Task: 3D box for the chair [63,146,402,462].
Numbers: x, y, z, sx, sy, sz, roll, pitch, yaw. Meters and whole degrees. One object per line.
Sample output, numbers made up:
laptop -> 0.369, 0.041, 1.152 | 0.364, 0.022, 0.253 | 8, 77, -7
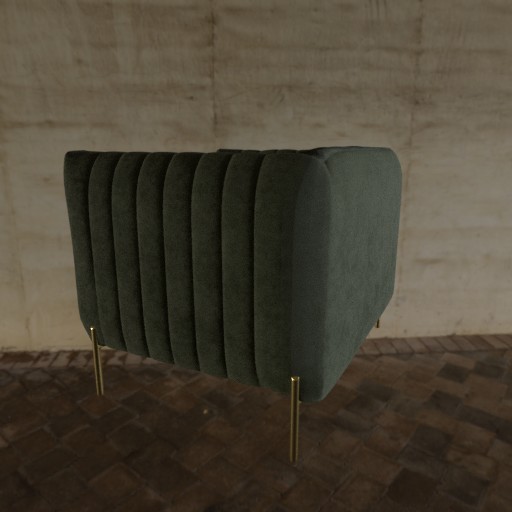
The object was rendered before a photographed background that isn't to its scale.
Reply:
chair -> 0.000, 0.000, 1.647 | 0.877, 0.794, 1.032 | 7, 16, 26
